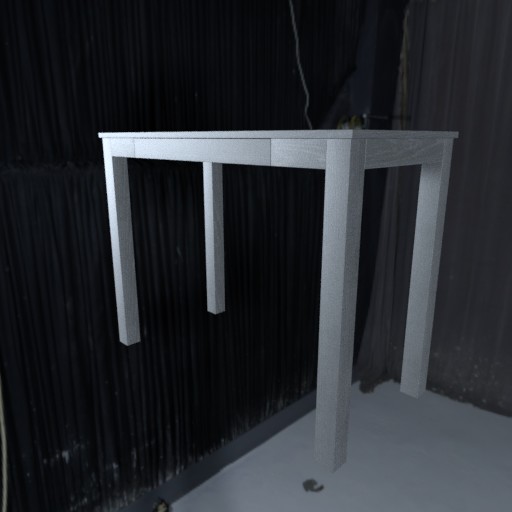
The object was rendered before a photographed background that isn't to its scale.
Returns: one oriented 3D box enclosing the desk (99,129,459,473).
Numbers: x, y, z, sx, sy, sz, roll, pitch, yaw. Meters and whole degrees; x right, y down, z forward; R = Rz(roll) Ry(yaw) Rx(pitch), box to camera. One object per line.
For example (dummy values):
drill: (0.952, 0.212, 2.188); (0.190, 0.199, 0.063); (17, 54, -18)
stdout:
desk: (0.000, 0.000, 1.417); (0.991, 0.762, 0.499); (14, 21, 43)
